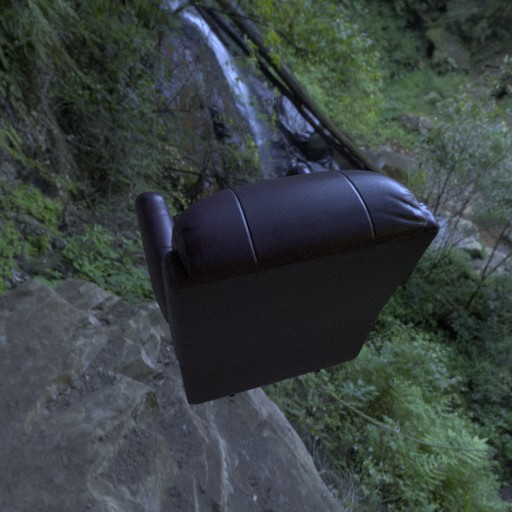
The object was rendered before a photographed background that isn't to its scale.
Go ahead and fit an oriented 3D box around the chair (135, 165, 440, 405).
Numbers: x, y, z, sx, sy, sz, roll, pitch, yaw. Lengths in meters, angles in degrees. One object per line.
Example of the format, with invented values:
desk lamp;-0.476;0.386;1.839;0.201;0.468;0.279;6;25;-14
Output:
chair;0.000;0.000;1.756;0.838;1.054;1.014;-12;44;-13
